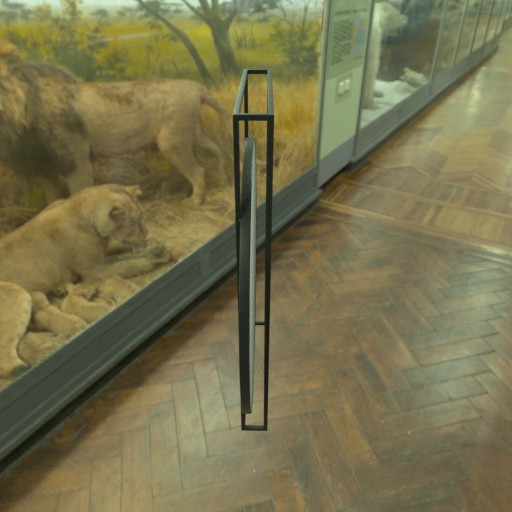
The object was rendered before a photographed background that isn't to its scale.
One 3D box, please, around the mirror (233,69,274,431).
[{"bbox_3d":[0.000,0.000,0.832,0.051,0.603,0.508,1,32,1],"label":"mirror"}]
